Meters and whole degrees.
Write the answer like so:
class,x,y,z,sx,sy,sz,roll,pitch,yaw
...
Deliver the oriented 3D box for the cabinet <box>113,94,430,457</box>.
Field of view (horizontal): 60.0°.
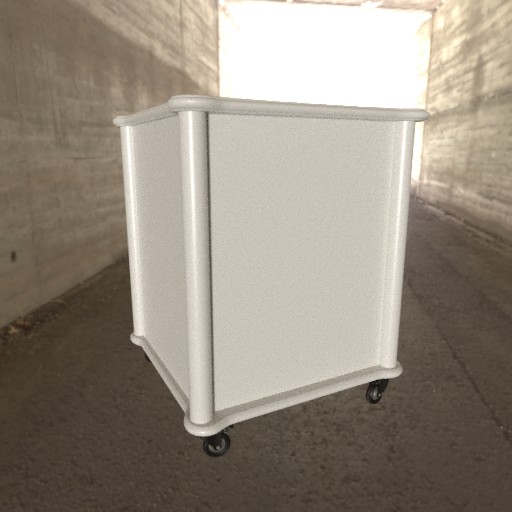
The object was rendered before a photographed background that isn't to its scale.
class,x,y,z,sx,sy,sz,roll,pitch,yaw
cabinet,0.000,0.000,1.239,0.627,0.761,0.628,-7,15,-27
